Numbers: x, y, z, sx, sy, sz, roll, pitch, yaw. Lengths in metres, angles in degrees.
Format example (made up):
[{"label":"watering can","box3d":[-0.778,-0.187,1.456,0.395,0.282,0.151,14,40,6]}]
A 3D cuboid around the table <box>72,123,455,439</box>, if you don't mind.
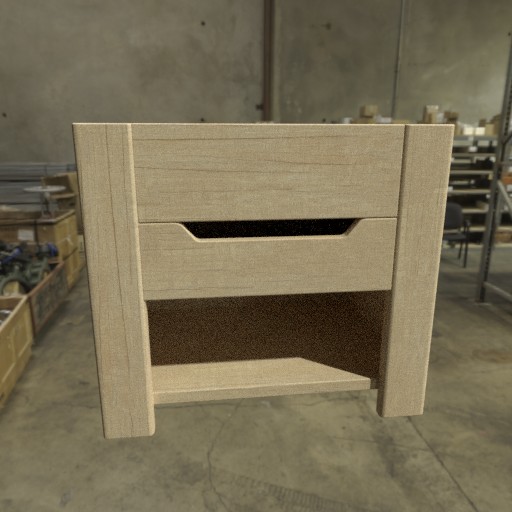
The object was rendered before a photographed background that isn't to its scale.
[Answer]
[{"label":"table","box3d":[0.000,0.000,0.912,0.570,0.510,0.420,-2,15,-7]}]
